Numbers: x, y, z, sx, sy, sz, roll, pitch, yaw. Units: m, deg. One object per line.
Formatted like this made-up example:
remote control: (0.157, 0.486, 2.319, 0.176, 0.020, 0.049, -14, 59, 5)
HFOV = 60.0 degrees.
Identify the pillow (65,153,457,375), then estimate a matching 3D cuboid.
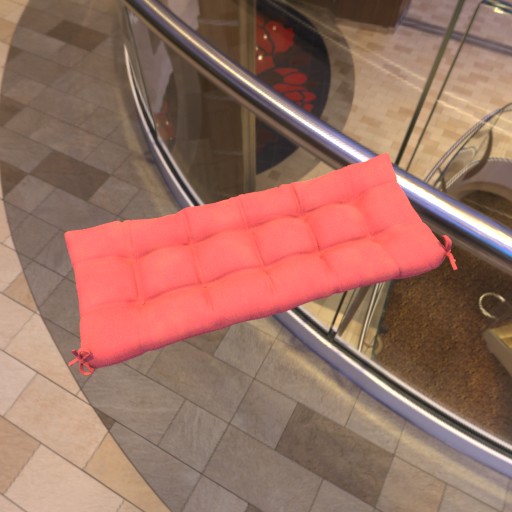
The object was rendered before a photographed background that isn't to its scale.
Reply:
pillow: (0.000, 0.000, 1.378, 1.194, 0.174, 0.511, -15, 60, -9)
